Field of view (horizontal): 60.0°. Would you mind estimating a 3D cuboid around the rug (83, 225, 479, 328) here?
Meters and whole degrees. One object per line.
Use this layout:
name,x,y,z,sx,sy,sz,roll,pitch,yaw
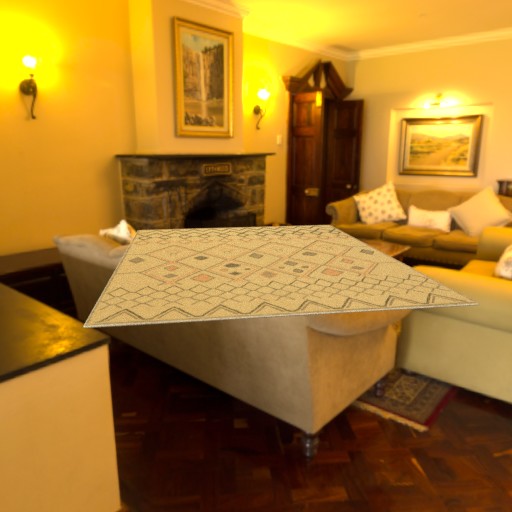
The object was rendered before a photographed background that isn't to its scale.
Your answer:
rug,0.000,0.000,4.128,2.441,0.016,3.050,-2,14,-9
